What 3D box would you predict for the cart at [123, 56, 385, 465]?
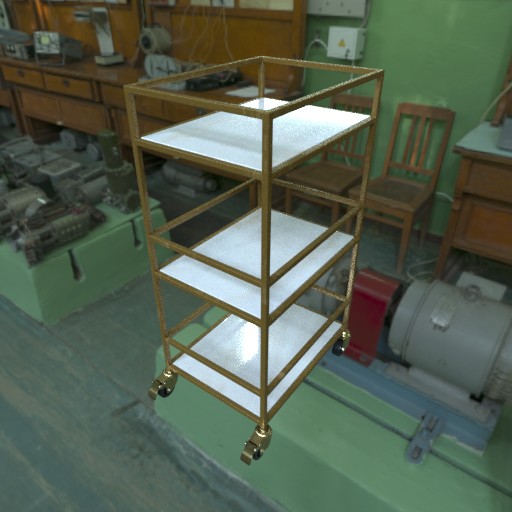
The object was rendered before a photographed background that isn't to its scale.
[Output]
[{"bbox_3d":[0.000,0.000,1.008,0.332,0.761,0.483,21,38,30],"label":"cart"}]
